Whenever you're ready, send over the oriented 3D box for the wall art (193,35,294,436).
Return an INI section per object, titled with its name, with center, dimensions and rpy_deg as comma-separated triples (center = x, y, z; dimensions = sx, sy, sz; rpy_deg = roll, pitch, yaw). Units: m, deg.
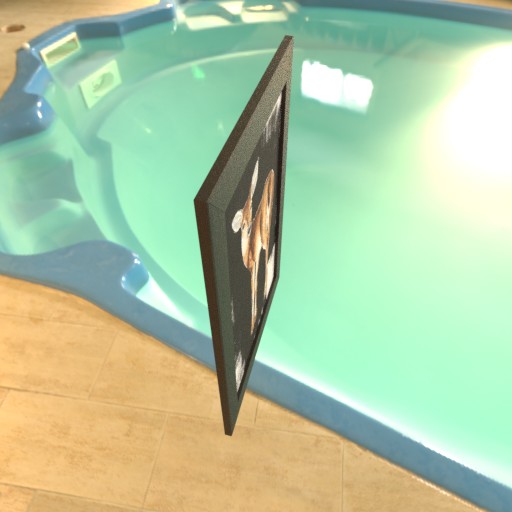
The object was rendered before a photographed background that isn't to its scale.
[wall art]
center = 0.000, 0.000, 0.671
dimensions = 0.013, 0.508, 0.359
rpy_deg = 11, 48, 10
